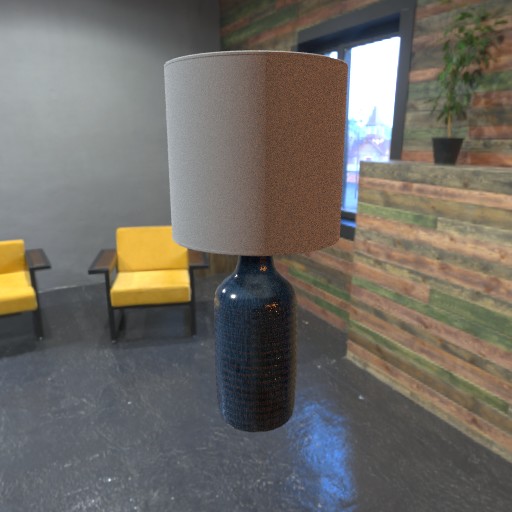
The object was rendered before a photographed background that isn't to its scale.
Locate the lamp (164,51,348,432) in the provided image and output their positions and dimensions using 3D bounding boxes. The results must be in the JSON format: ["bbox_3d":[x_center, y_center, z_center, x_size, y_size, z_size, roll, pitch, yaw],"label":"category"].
[{"bbox_3d":[0.000,0.000,0.602,0.220,0.475,0.220,-7,16,-26],"label":"lamp"}]
